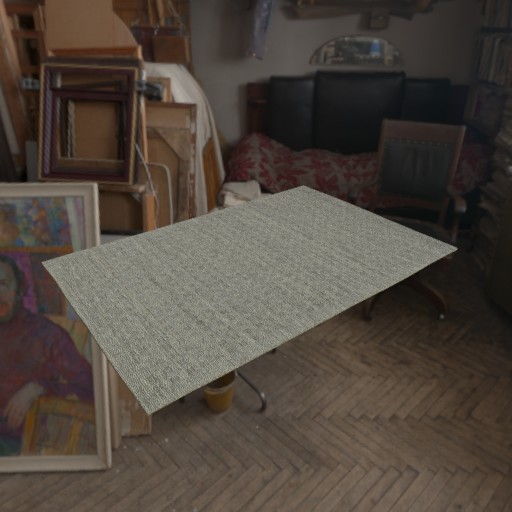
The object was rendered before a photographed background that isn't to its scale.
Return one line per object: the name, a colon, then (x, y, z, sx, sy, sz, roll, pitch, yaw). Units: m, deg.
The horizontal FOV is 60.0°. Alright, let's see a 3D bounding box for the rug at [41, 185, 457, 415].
rug: (0.000, 0.000, 2.923, 2.297, 0.018, 1.532, -21, 35, -32)
